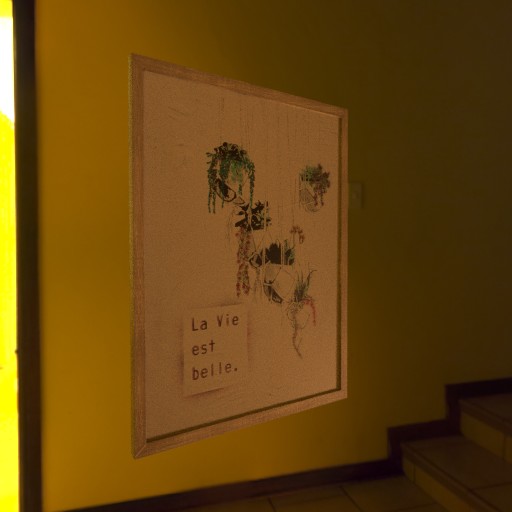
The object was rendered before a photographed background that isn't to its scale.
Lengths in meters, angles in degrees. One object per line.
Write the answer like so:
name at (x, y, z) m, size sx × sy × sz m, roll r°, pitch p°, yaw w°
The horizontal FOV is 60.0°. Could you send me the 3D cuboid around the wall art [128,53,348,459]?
wall art at (0.000, 0.000, 1.353) m, size 0.781 × 1.022 × 0.035 m, roll -1°, pitch 2°, yaw -36°
